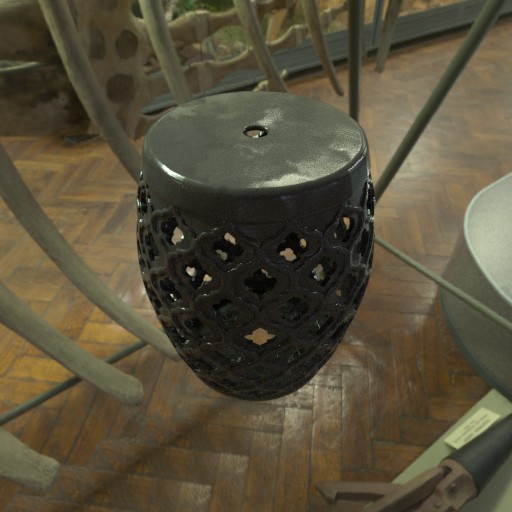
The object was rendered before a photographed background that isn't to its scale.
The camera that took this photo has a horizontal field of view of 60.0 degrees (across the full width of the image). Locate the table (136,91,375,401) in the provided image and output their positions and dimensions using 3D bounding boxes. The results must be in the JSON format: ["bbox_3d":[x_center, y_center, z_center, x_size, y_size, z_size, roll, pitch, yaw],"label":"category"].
[{"bbox_3d":[0.000,0.000,0.645,0.325,0.388,0.325,0,41,0],"label":"table"}]
